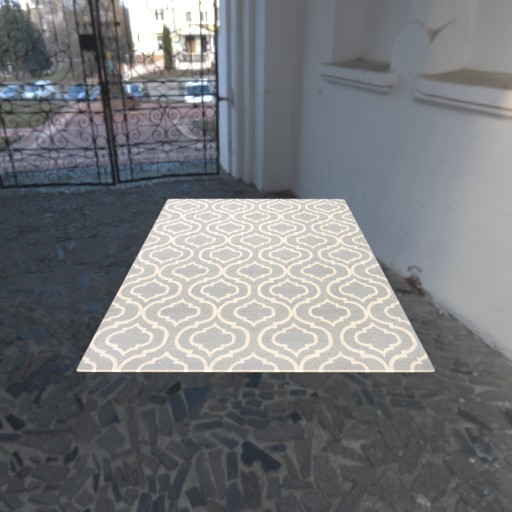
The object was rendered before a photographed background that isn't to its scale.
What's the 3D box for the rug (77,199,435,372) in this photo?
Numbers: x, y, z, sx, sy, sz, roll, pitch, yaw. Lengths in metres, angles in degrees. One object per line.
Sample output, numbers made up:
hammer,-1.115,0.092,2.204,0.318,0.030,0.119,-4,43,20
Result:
rug,0.000,0.000,2.718,1.451,0.010,2.080,0,27,0
